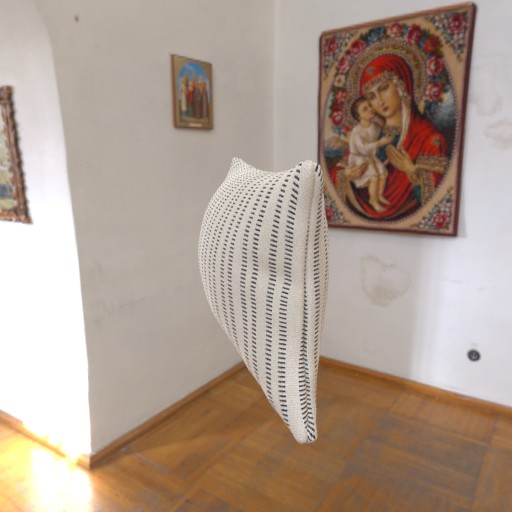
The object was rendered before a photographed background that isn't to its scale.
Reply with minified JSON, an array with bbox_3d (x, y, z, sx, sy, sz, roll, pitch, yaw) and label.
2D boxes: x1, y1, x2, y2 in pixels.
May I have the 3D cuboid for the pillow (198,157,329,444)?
[{"bbox_3d":[0.000,0.000,0.819,0.210,0.353,0.640,-2,13,-10],"label":"pillow"}]
